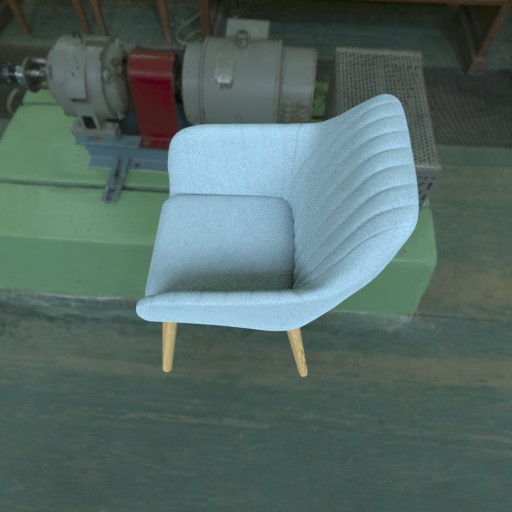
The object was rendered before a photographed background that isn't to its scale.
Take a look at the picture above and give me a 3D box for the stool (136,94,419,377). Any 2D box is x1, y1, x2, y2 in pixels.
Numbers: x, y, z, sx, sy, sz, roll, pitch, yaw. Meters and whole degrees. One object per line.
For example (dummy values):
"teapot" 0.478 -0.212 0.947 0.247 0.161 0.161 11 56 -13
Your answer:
"stool" 0.000 0.000 1.182 0.590 0.830 0.503 3 59 2
